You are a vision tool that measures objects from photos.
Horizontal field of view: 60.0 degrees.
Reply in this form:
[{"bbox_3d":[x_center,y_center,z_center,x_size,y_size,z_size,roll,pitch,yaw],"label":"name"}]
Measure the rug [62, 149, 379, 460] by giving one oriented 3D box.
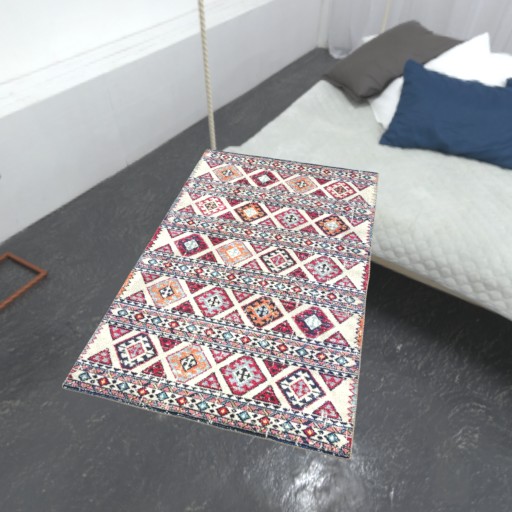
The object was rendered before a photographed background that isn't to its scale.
[{"bbox_3d":[0.000,0.000,3.061,1.545,0.010,2.440,10,46,10],"label":"rug"}]
